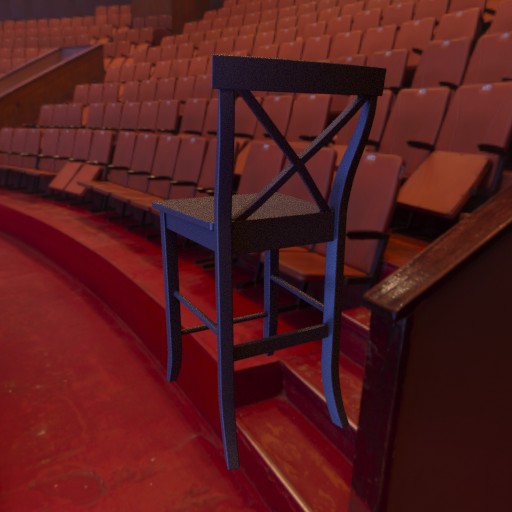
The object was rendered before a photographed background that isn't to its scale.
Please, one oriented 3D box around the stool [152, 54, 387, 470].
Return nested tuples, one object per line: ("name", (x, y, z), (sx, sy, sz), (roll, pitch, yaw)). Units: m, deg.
("stool", (0.000, 0.000, 1.288), (0.452, 0.989, 0.559), (-8, 18, -27))
